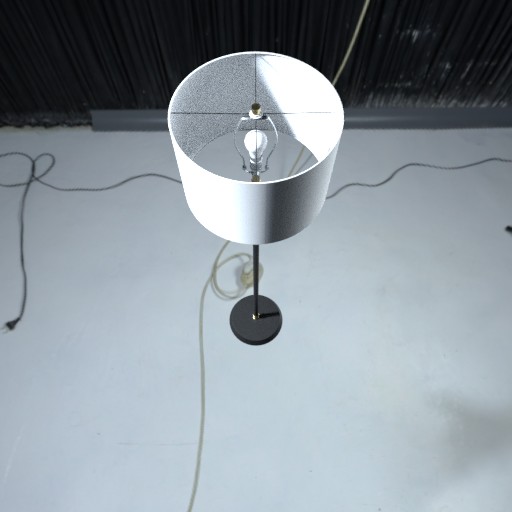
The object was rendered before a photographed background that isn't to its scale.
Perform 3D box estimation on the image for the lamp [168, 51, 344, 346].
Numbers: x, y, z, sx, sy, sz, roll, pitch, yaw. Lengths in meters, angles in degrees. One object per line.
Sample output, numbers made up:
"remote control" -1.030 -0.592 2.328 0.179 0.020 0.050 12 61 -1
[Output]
"lamp" 0.000 0.000 1.685 0.404 1.517 0.404 0 63 0
